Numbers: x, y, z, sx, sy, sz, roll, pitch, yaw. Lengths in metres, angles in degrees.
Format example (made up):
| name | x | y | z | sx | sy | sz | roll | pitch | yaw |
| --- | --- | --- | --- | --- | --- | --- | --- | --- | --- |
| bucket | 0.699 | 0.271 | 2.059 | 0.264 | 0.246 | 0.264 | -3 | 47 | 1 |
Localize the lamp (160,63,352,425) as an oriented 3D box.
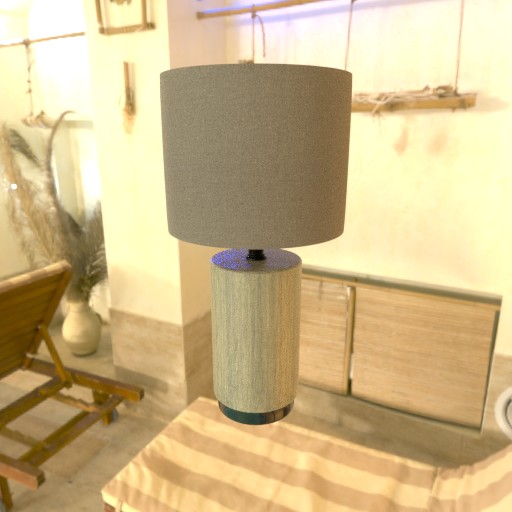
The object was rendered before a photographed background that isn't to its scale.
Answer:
| name | x | y | z | sx | sy | sz | roll | pitch | yaw |
| --- | --- | --- | --- | --- | --- | --- | --- | --- | --- |
| lamp | 0.000 | 0.000 | 0.590 | 0.228 | 0.444 | 0.228 | 8 | 18 | 27 |
